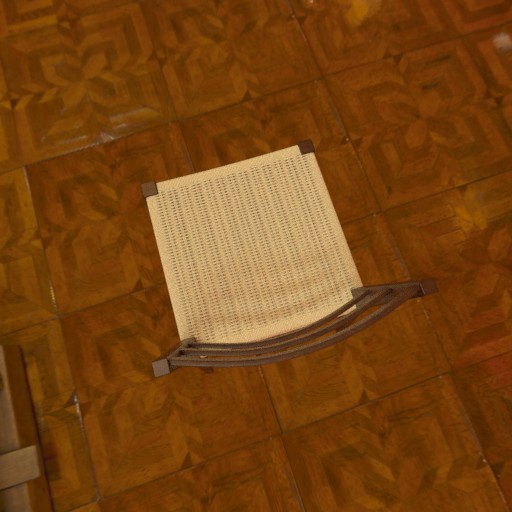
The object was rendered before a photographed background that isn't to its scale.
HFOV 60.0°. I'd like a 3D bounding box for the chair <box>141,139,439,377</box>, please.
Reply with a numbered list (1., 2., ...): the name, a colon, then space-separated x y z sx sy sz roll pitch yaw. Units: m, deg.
1. chair: 0.000 0.000 1.141 0.480 0.813 0.551 -16 76 -4
